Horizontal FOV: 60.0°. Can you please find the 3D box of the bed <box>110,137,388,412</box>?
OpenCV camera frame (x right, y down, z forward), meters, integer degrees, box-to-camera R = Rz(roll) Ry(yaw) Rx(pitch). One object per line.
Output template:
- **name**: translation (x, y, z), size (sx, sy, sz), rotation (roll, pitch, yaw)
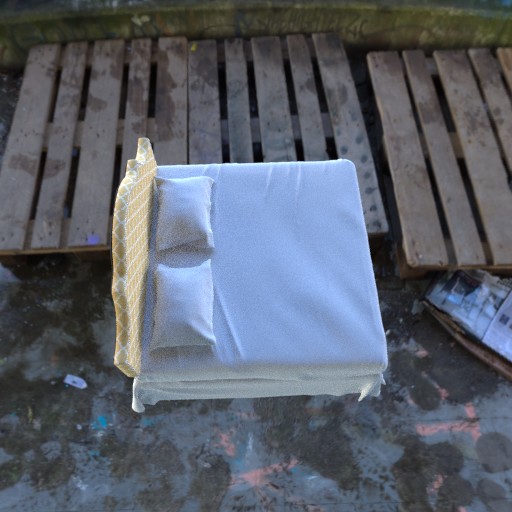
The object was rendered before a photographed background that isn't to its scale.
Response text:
- **bed**: translation (0.000, 0.000, 3.794), size (2.222, 1.601, 2.314), rotation (-2, 63, -1)
